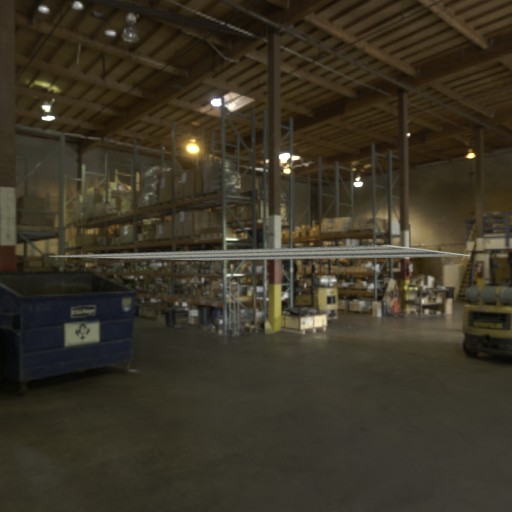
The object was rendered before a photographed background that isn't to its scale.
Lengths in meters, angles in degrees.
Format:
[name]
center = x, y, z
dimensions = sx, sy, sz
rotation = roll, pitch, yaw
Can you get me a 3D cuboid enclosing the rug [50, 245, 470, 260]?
[rug]
center = 0.000, 0.000, 2.331
dimensions = 1.854, 0.006, 1.234
rotation = -1, -2, 36
